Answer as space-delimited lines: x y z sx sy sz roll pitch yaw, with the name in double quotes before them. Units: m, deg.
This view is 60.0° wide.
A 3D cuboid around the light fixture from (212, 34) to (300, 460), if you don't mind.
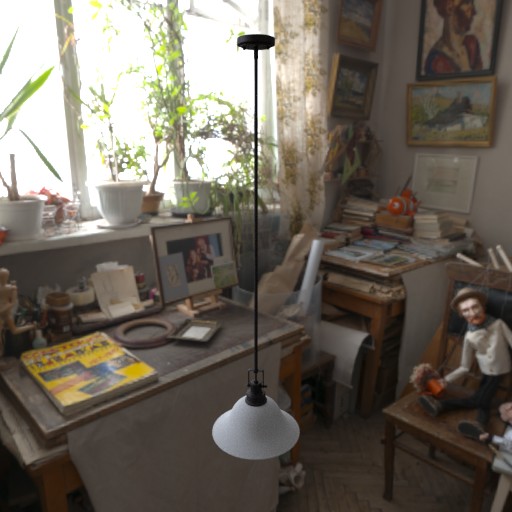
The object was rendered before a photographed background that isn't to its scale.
"light fixture" 0.000 0.000 1.485 0.324 1.337 0.324 2 14 7
